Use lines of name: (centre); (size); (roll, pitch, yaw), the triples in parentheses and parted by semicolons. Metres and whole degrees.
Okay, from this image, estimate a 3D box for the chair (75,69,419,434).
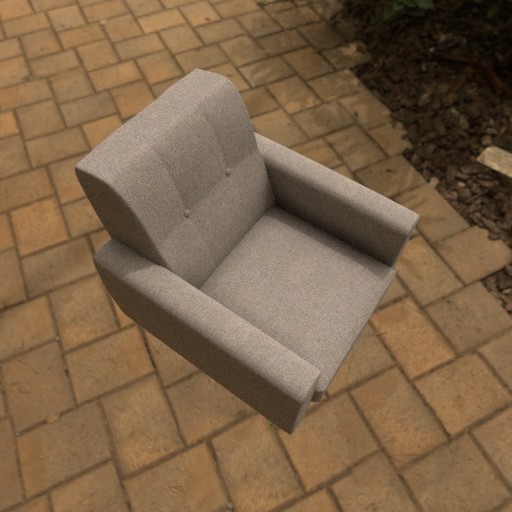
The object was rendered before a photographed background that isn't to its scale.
chair: (0.000, 0.000, 1.692); (0.942, 0.968, 0.845); (31, 63, 18)
